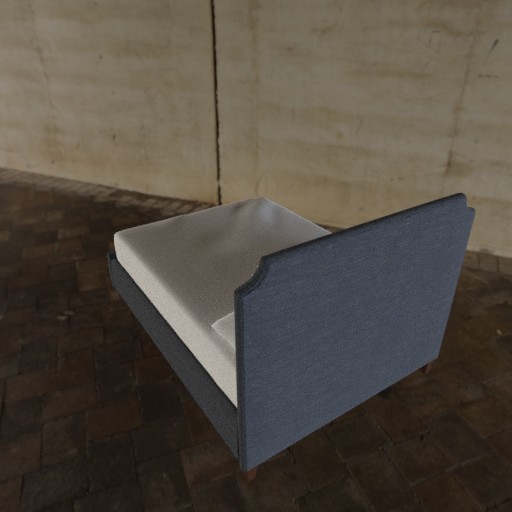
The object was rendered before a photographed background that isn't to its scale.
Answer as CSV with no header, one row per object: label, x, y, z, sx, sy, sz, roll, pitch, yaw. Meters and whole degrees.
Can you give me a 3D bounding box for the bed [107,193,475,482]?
bed,0.000,0.000,3.419,1.713,1.443,2.372,-18,33,-29
